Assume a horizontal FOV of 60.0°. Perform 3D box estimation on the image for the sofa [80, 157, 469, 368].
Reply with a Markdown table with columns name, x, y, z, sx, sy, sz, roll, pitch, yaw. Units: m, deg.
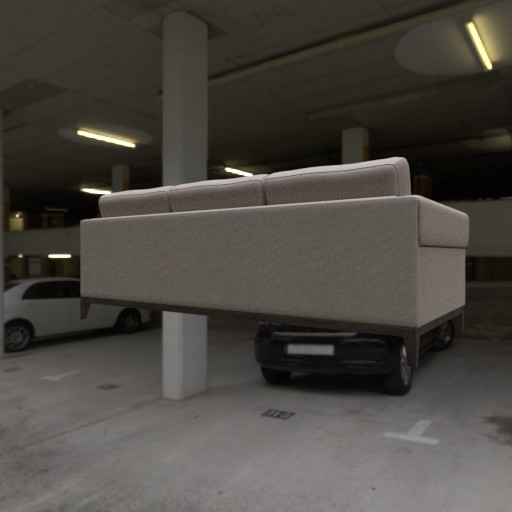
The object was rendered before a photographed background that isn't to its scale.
| name | x | y | z | sx | sy | sz | roll | pitch | yaw |
| --- | --- | --- | --- | --- | --- | --- | --- | --- | --- |
| sofa | 0.000 | 0.000 | 2.689 | 2.210 | 0.838 | 0.959 | 0 | 0 | 35 |
